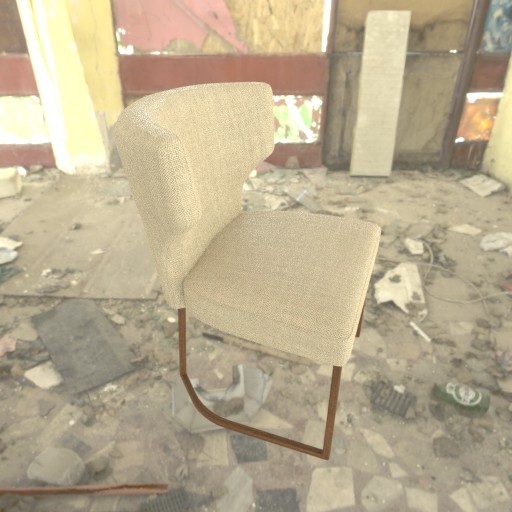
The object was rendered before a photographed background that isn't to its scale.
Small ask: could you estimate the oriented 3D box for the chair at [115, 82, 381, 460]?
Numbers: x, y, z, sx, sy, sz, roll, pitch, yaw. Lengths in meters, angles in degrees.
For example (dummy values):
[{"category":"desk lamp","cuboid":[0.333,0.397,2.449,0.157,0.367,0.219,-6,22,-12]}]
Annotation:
[{"category":"chair","cuboid":[0.000,0.000,1.223,0.617,0.824,0.611,11,33,17]}]
